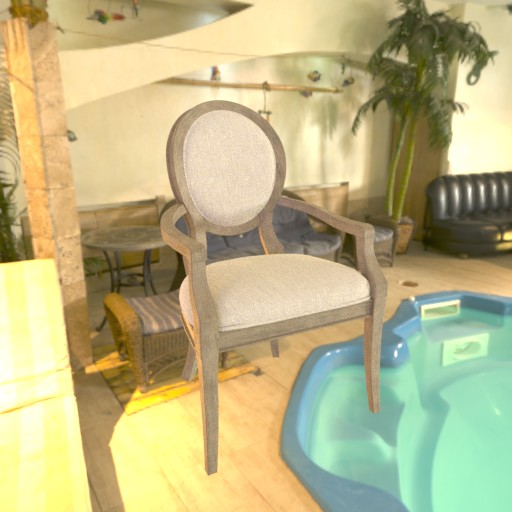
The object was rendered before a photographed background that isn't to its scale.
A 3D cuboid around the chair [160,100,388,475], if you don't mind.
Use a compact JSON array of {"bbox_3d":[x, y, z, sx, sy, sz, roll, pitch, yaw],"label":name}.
[{"bbox_3d":[0.000,0.000,1.443,0.611,0.991,0.602,-8,17,-27],"label":"chair"}]
